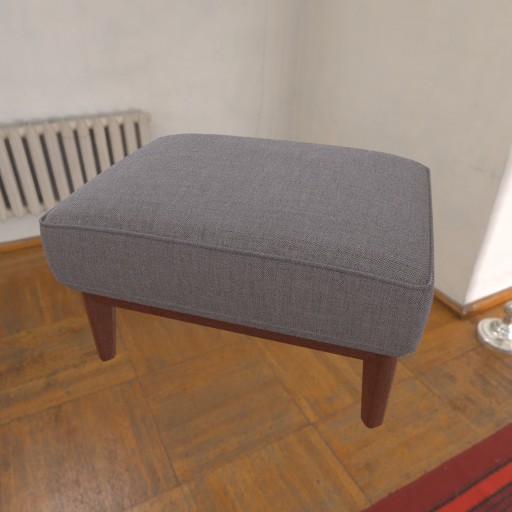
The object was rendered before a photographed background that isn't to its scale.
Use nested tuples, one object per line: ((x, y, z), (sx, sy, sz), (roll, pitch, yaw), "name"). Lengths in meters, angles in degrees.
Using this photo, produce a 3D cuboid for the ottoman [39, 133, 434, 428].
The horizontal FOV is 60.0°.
((0.000, 0.000, 1.069), (0.750, 0.458, 0.555), (9, 34, 15), "ottoman")
